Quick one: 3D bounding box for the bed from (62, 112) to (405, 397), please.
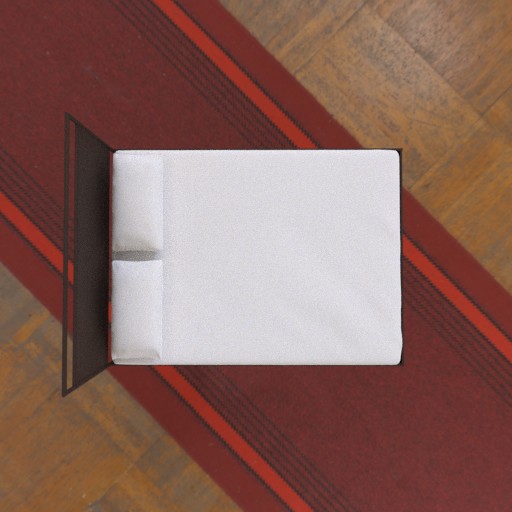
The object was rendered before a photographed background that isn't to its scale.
[{"bbox_3d":[0.000,0.000,3.018,2.122,1.173,1.572,0,89,0],"label":"bed"}]
